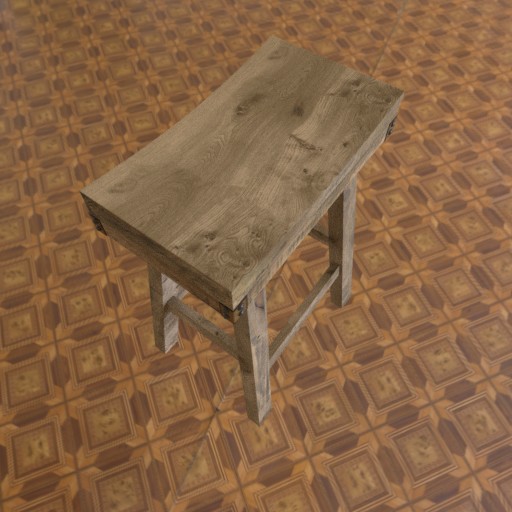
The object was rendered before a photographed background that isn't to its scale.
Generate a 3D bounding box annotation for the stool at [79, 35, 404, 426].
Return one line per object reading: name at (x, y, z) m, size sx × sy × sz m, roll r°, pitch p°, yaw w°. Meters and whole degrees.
stool at (0.000, 0.000, 0.902) m, size 0.330 × 0.635 × 0.450 m, roll 32°, pitch 63°, yaw 19°
